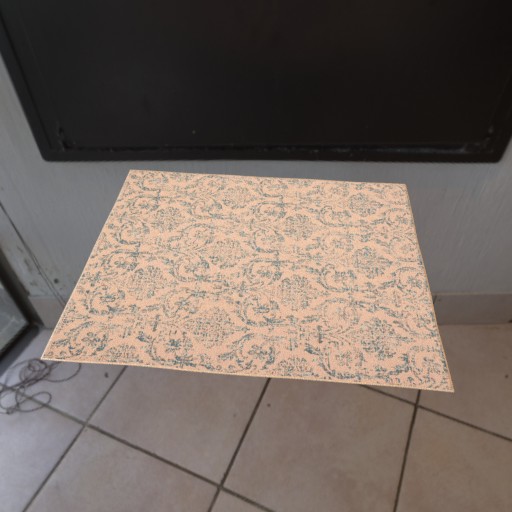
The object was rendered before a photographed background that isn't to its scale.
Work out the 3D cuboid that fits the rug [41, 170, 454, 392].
[{"bbox_3d":[0.000,0.000,3.980,2.980,0.012,2.363,4,47,3],"label":"rug"}]
